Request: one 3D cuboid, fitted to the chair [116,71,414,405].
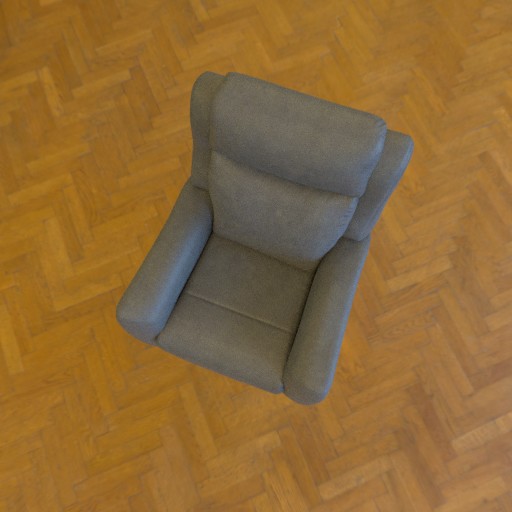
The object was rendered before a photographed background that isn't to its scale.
[{"bbox_3d":[0.000,0.000,1.980,0.967,1.116,1.068,20,75,6],"label":"chair"}]
